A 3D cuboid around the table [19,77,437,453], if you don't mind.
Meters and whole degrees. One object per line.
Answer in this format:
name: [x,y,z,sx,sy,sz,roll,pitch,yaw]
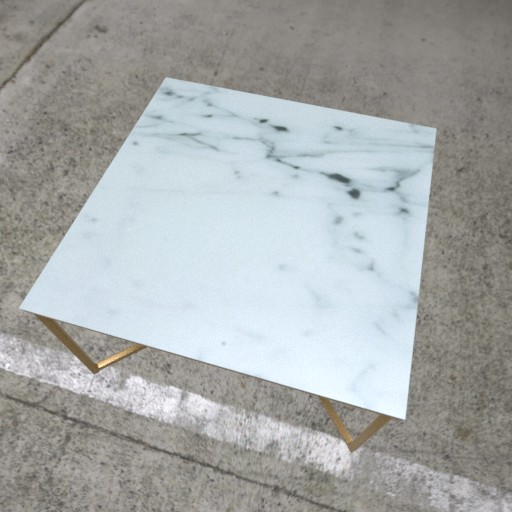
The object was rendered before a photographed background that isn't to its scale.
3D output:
table: [0.000,0.000,1.261,0.800,0.450,0.800,14,59,9]
